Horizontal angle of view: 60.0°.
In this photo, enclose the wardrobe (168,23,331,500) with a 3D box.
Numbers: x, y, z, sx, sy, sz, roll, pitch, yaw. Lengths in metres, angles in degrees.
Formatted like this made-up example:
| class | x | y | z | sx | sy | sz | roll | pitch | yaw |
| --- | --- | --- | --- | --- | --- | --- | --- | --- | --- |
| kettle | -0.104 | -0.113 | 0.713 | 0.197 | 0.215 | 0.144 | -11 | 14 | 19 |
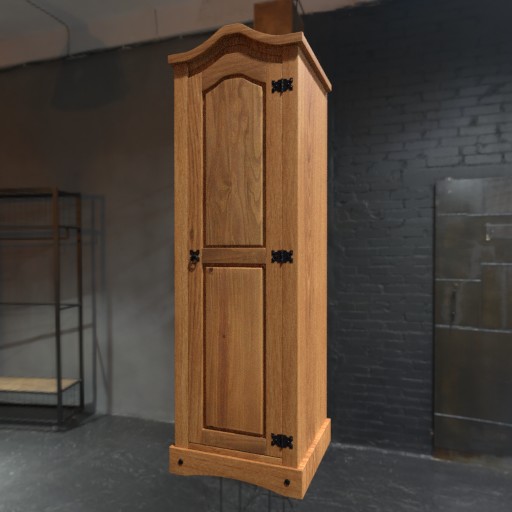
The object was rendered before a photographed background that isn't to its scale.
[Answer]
| class | x | y | z | sx | sy | sz | roll | pitch | yaw |
| --- | --- | --- | --- | --- | --- | --- | --- | --- | --- |
| wardrobe | 0.000 | 0.000 | 2.062 | 0.590 | 1.870 | 0.570 | 0 | 1 | 21 |
